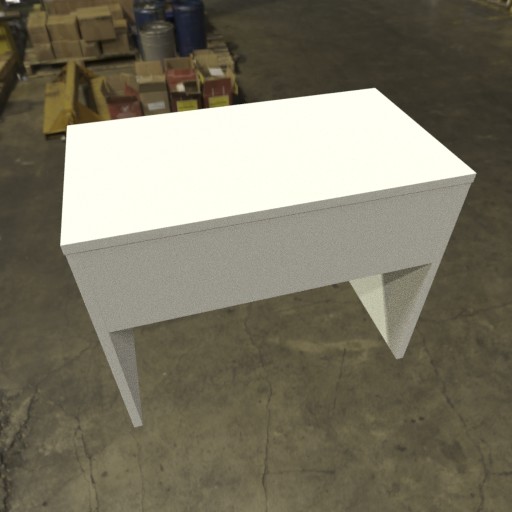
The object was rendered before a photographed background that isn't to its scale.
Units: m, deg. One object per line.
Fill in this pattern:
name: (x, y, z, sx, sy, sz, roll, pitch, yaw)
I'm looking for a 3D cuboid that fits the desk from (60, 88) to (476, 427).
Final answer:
desk: (0.000, 0.000, 1.339, 0.900, 0.729, 0.498, -11, 44, -12)
